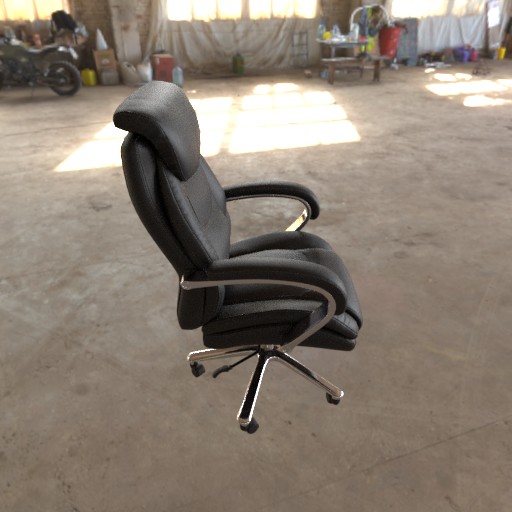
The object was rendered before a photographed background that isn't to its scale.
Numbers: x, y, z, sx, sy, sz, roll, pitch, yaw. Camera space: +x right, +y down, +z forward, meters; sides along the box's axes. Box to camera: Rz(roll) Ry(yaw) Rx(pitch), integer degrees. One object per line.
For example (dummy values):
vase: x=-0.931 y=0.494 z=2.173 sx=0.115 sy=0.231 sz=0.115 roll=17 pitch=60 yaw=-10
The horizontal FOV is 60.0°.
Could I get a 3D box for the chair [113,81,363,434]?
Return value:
chair: x=0.000 y=0.000 z=1.668 sx=0.790 sy=1.183 sz=0.755 roll=0 pitch=30 yaw=0
